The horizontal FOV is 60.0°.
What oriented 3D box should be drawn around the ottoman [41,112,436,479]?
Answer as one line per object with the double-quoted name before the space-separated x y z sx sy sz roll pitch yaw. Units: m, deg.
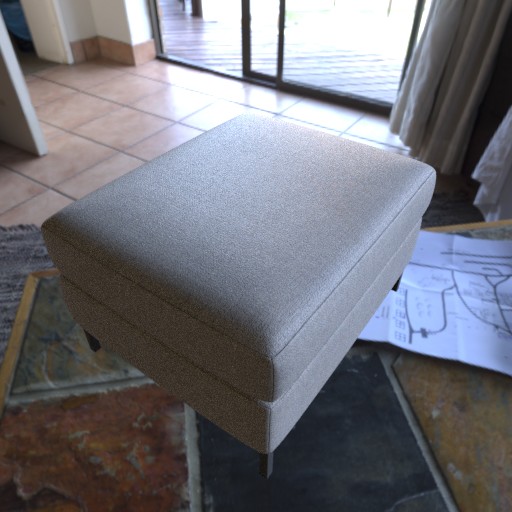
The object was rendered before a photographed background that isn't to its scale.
"ottoman" 0.000 0.000 1.214 0.671 0.490 0.820 25 46 27
